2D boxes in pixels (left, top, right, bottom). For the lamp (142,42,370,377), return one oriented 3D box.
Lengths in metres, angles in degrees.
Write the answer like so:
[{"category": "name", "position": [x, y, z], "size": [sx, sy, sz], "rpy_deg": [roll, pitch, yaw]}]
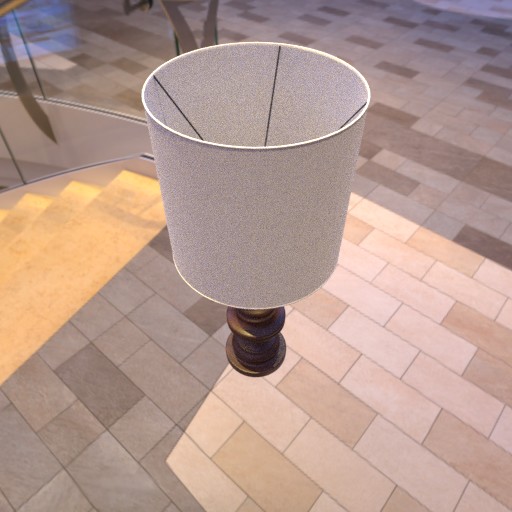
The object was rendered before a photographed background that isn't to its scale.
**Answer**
[{"category": "lamp", "position": [0.000, 0.000, 0.575], "size": [0.208, 0.455, 0.208], "rpy_deg": [-4, 46, -3]}]
